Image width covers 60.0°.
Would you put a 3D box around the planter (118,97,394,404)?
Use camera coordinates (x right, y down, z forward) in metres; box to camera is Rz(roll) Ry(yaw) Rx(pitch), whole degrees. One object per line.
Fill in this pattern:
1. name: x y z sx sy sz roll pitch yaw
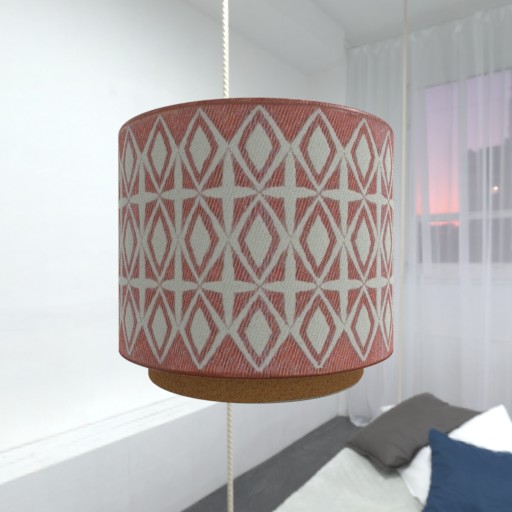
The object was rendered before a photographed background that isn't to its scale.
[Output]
1. planter: 0.000 0.000 0.462 0.273 0.237 0.273 0 0 0
